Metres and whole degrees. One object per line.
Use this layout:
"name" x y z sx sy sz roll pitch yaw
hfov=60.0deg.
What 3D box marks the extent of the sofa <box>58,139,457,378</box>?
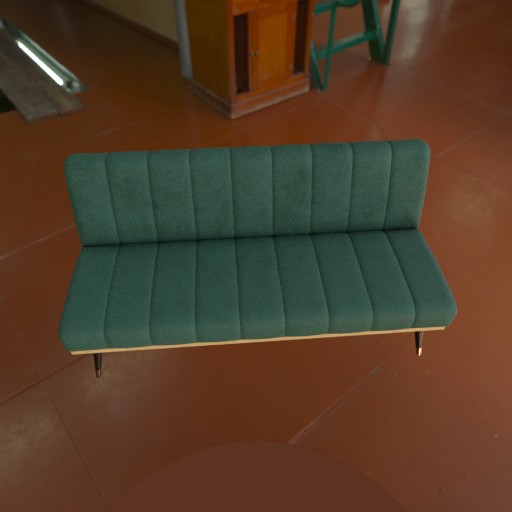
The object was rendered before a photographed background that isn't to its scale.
"sofa" 0.000 0.000 2.233 1.810 0.820 0.830 -3 46 -3
